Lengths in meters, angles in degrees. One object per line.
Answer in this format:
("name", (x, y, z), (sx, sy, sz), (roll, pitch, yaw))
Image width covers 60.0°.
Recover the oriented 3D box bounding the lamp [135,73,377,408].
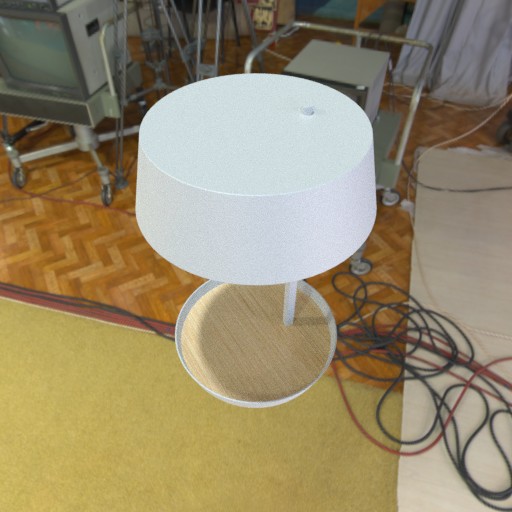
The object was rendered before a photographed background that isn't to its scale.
("lamp", (0.000, 0.000, 0.623), (0.291, 0.429, 0.291), (0, 46, 0))
